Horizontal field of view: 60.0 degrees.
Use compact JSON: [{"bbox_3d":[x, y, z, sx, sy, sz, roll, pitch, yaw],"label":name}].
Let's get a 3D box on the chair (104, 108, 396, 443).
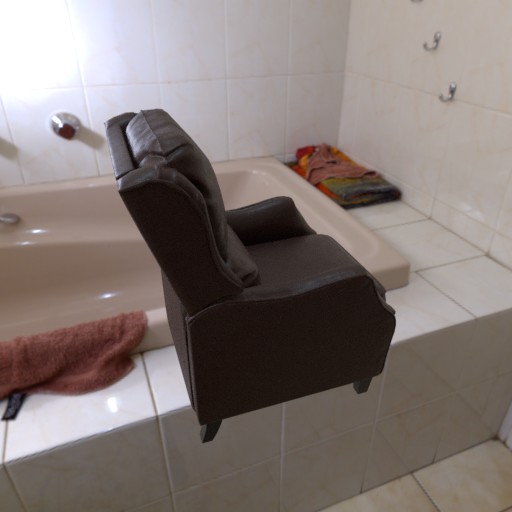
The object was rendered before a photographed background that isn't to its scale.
[{"bbox_3d":[0.000,0.000,1.785,0.982,1.132,0.770,-10,32,-16],"label":"chair"}]
